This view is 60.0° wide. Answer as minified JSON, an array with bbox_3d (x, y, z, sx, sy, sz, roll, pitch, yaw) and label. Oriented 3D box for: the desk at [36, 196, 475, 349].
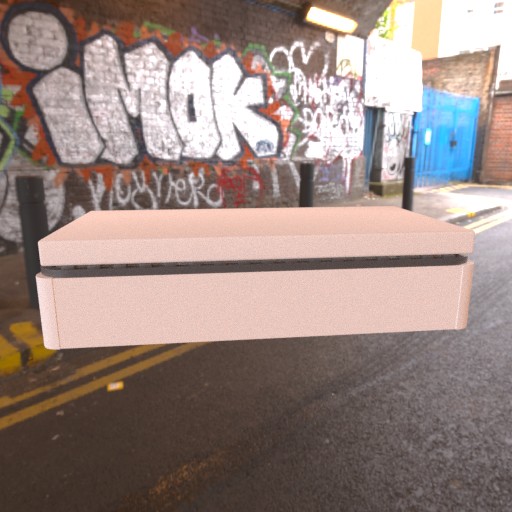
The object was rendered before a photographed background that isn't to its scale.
[{"bbox_3d":[0.000,0.000,2.302,1.900,0.526,0.900,-2,14,-7],"label":"desk"}]
